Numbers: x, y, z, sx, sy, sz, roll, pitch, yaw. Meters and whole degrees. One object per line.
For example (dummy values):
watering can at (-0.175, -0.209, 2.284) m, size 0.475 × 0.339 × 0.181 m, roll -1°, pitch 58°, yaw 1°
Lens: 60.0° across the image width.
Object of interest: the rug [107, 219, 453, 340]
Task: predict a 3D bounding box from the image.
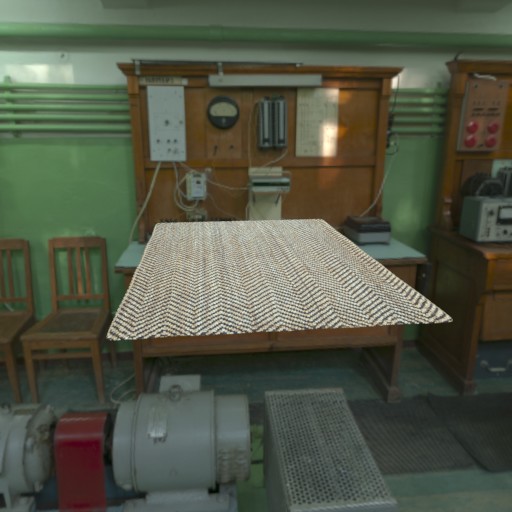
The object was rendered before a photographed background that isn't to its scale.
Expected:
rug at (0.000, 0.000, 2.385) m, size 1.219 × 0.008 × 1.828 m, roll -2°, pitch 16°, yaw -7°
